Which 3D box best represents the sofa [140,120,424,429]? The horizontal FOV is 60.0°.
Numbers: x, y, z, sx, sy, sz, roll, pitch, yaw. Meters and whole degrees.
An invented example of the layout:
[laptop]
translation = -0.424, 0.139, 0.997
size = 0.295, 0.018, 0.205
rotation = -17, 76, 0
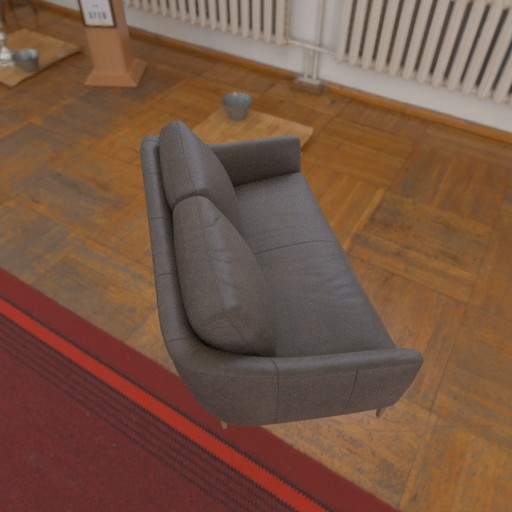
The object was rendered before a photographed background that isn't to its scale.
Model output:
[sofa]
translation = 0.000, 0.000, 2.227
size = 0.960, 0.902, 1.619
rotation = -10, 47, -9
